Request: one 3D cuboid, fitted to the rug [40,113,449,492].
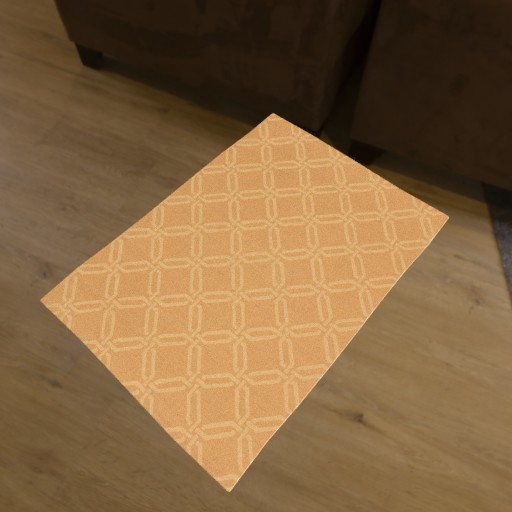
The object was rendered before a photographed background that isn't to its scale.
[{"bbox_3d":[0.000,0.000,2.743,1.524,0.013,2.135,37,65,20],"label":"rug"}]
